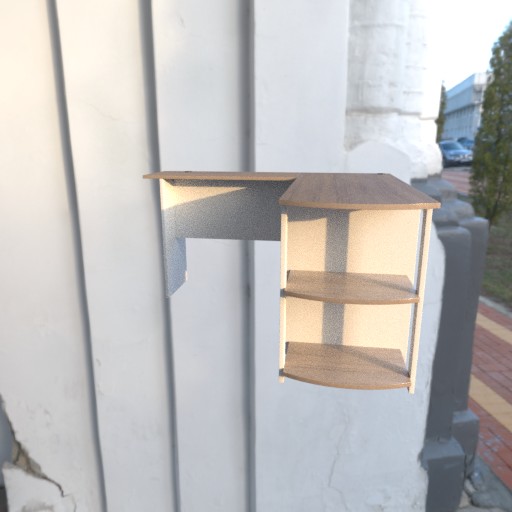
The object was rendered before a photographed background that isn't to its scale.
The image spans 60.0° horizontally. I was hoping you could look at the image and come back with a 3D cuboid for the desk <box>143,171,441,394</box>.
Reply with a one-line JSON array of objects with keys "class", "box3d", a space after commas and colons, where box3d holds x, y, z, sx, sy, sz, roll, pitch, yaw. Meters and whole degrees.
[{"class": "desk", "box3d": [0.000, 0.000, 2.143, 1.361, 0.716, 1.303, 2, 15, 9]}]
